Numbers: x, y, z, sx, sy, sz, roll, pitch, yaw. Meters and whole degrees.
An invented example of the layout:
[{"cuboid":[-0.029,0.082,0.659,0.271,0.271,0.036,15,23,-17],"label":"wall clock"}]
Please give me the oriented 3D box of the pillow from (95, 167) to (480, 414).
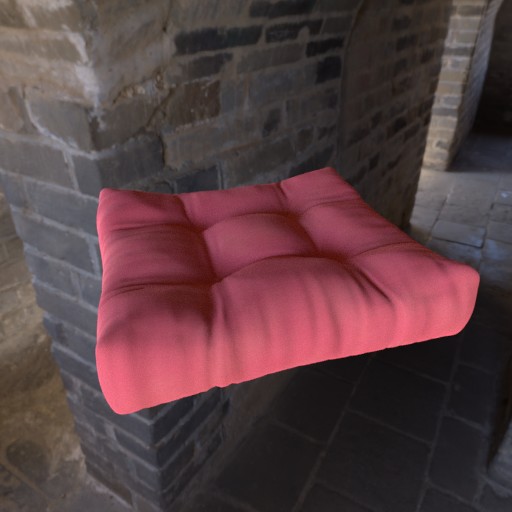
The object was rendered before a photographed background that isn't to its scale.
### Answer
[{"cuboid":[0.000,0.000,0.717,0.490,0.128,0.468,-9,32,-14],"label":"pillow"}]
